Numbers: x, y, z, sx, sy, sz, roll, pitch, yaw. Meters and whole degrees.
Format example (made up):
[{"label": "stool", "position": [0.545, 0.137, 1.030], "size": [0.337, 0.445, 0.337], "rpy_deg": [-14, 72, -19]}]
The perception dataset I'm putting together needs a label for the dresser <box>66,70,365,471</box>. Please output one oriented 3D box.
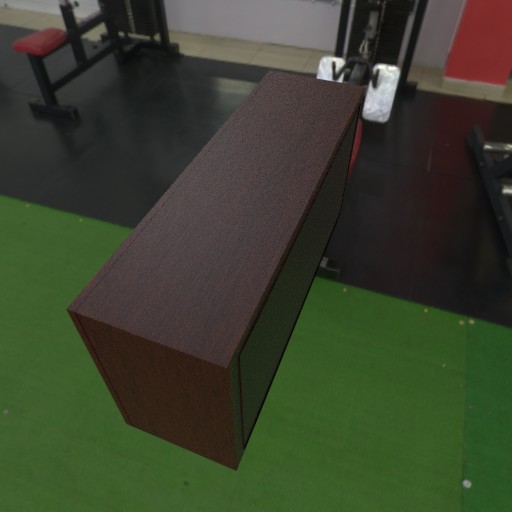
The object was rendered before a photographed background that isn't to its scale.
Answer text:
[{"label": "dresser", "position": [0.000, 0.000, 2.032], "size": [0.499, 0.971, 1.609], "rpy_deg": [16, 49, 15]}]
